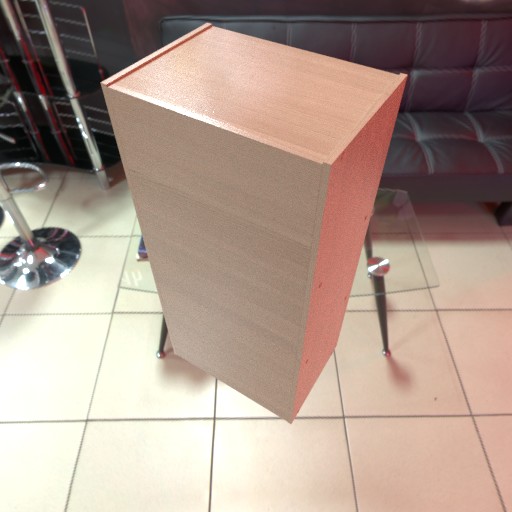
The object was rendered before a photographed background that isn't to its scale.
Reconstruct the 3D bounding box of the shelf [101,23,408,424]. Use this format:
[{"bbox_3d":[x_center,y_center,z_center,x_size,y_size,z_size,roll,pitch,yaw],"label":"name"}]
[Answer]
[{"bbox_3d":[0.000,0.000,1.057,0.417,0.876,0.292,25,53,21],"label":"shelf"}]
